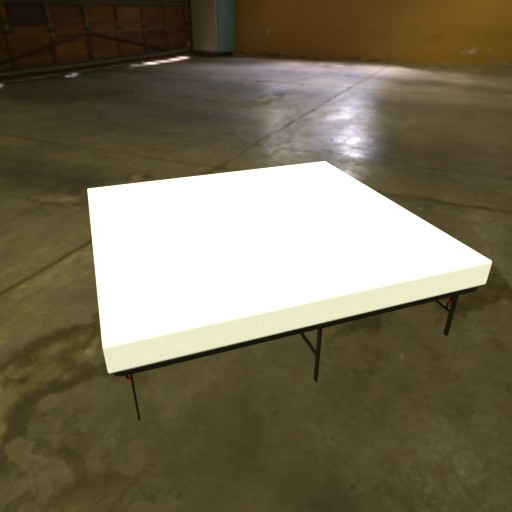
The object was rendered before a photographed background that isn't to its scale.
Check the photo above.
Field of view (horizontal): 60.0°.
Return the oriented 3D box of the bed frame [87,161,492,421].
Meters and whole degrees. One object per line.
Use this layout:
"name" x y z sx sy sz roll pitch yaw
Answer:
"bed frame" 0.000 0.000 3.027 2.032 0.559 1.930 -10 31 -17
